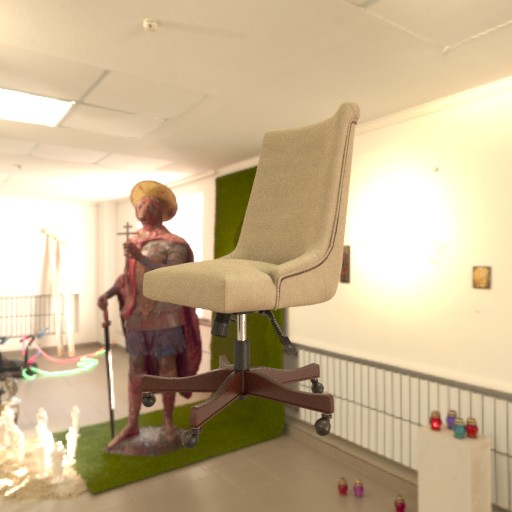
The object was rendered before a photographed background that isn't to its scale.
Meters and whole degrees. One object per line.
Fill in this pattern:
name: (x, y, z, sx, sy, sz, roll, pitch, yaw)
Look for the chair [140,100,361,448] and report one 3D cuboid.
chair: (0.000, 0.000, 1.479, 0.696, 1.010, 0.645, 0, 0, -36)
